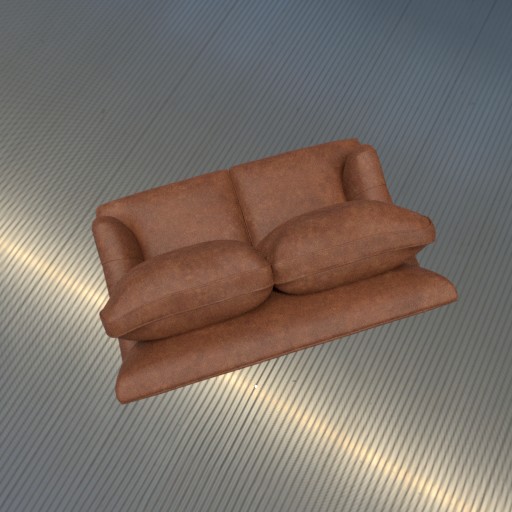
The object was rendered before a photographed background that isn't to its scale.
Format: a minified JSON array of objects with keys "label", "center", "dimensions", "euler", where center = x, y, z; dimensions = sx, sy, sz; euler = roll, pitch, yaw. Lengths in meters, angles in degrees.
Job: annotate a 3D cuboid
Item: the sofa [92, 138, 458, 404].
[{"label":"sofa","center":[0.000,0.000,2.279],"dimensions":[1.527,1.004,1.077],"euler":[-16,74,-5]}]
